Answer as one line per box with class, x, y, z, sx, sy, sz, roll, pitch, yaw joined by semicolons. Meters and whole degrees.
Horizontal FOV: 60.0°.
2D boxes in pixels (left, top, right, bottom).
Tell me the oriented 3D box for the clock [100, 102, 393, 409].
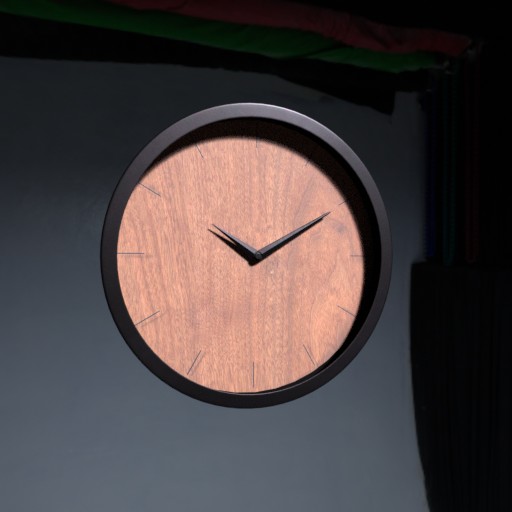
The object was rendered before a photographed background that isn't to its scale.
clock;0.000;0.000;0.473;0.314;0.314;0.040;0;1;-18
